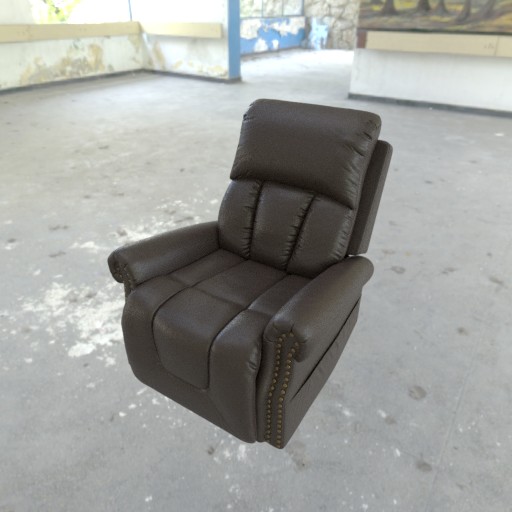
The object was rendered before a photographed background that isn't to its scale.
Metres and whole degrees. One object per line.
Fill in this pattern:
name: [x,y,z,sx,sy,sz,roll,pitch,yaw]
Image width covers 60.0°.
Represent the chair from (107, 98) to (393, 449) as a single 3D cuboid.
chair: [0.000,0.000,1.754,0.869,1.028,0.978,18,35,29]
